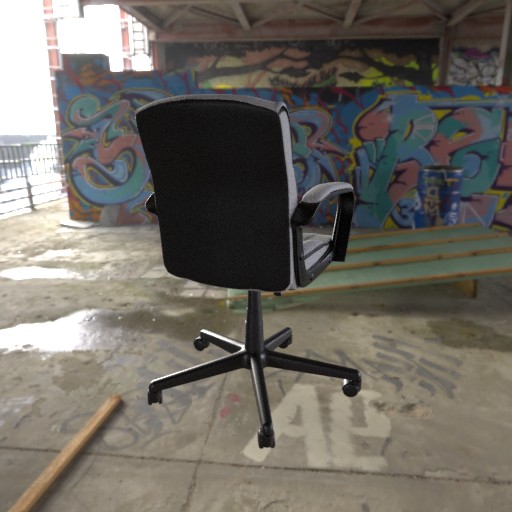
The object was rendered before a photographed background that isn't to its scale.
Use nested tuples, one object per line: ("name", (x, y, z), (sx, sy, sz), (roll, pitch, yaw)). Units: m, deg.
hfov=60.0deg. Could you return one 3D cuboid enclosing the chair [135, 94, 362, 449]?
("chair", (0.000, 0.000, 1.529), (0.739, 1.004, 0.717), (7, 17, 25))
